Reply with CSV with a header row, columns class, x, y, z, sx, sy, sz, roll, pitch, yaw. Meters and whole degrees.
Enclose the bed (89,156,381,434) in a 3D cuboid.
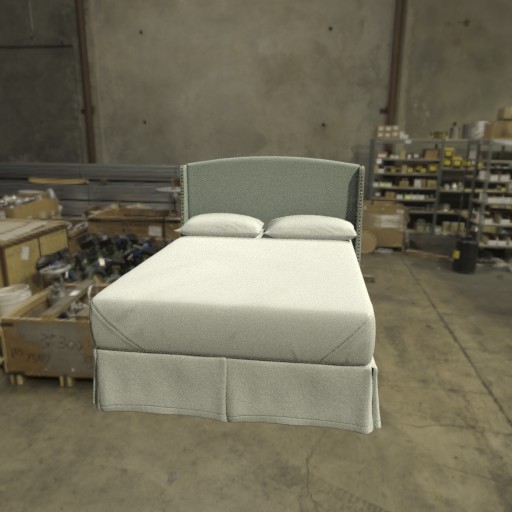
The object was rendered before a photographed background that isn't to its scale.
class,x,y,z,sx,sy,sz,roll,pitch,yaw
bed,0.000,0.000,3.351,1.710,1.407,2.237,2,15,8
